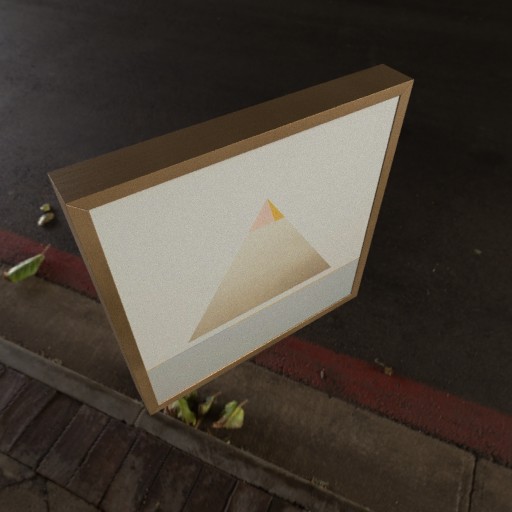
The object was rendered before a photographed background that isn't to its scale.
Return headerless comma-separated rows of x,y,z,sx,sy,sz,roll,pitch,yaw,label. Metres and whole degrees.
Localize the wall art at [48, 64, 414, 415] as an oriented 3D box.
0.000,0.000,0.449,0.305,0.303,0.038,-26,52,-22,wall art
